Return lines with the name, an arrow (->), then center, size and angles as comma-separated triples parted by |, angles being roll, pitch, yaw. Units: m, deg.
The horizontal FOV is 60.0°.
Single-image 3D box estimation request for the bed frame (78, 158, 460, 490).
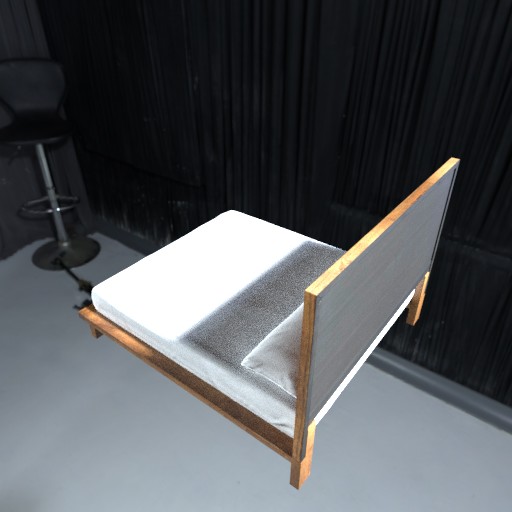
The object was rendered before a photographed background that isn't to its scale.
bed frame -> 0.000, 0.000, 3.583 | 2.235, 1.537, 2.038 | 23, 40, 31
